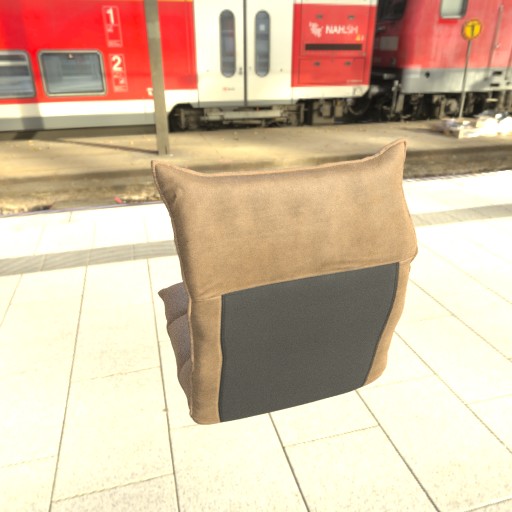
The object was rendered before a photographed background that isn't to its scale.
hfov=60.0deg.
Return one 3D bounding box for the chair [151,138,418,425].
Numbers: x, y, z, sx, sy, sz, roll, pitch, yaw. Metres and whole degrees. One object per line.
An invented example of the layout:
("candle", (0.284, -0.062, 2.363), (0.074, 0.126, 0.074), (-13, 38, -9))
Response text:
("chair", (0.000, 0.000, 1.585), (0.714, 0.892, 0.985), (-8, 27, -16))
